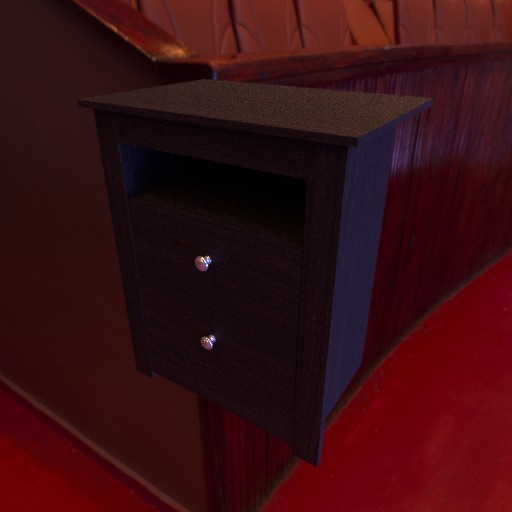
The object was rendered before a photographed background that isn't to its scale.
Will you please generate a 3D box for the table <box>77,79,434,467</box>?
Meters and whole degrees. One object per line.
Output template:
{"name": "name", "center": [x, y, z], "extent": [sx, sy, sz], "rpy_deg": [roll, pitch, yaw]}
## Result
{"name": "table", "center": [0.000, 0.000, 1.053], "extent": [0.591, 0.711, 0.406], "rpy_deg": [17, 33, 29]}
